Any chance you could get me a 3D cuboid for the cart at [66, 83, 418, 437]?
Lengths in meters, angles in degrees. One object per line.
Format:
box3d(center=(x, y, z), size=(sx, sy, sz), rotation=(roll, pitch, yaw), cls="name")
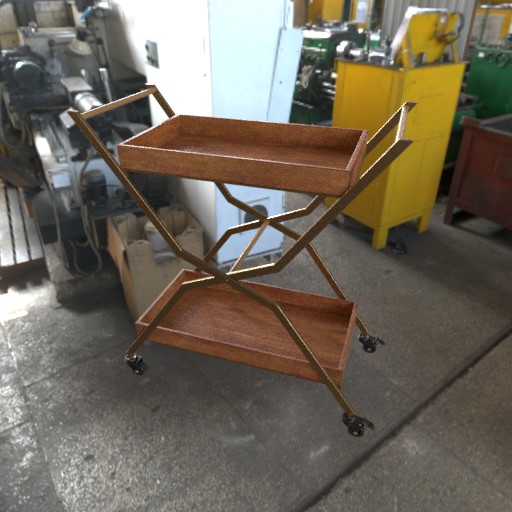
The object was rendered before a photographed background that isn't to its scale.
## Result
box3d(center=(0.000, 0.000, 1.327), size=(0.836, 0.869, 0.405), rotation=(10, 33, 16), cls="cart")
